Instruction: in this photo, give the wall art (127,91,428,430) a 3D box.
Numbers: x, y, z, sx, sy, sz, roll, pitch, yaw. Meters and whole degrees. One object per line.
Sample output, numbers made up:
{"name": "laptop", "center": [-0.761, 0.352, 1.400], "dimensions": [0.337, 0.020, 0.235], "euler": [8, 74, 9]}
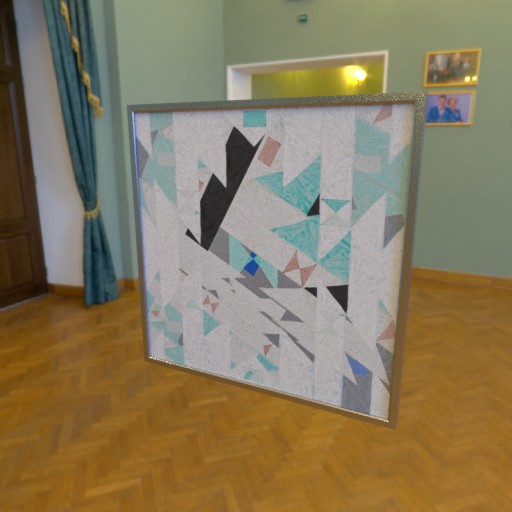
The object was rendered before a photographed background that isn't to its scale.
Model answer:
{"name": "wall art", "center": [0.000, 0.000, 1.210], "dimensions": [0.806, 0.806, 0.038], "euler": [7, 16, 26]}
